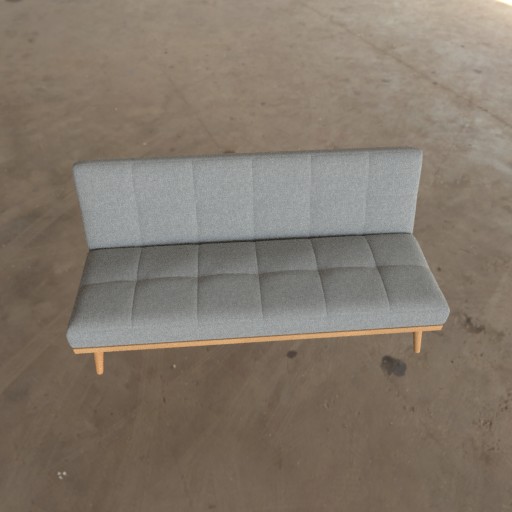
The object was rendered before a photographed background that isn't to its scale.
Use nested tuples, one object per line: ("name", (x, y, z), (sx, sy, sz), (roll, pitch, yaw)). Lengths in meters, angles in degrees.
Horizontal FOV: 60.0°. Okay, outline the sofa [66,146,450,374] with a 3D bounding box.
("sofa", (0.000, 0.000, 2.303), (1.820, 0.800, 0.800), (-3, 45, -3))
